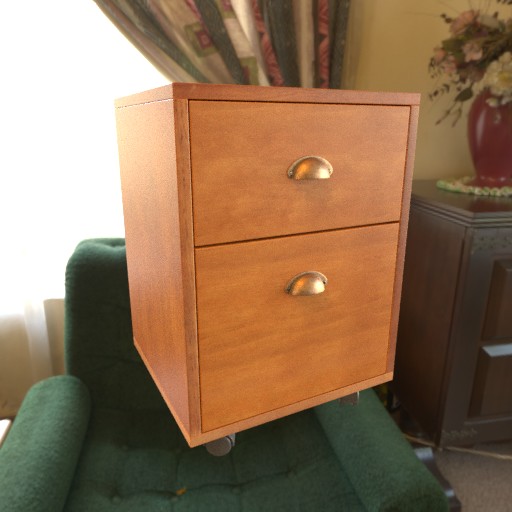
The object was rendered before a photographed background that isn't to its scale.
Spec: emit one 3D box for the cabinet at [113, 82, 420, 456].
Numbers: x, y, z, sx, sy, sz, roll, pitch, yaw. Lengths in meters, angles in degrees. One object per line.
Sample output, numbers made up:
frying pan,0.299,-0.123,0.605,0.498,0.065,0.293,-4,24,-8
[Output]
cabinet,0.000,0.000,0.850,0.409,0.579,0.401,-8,18,-26
